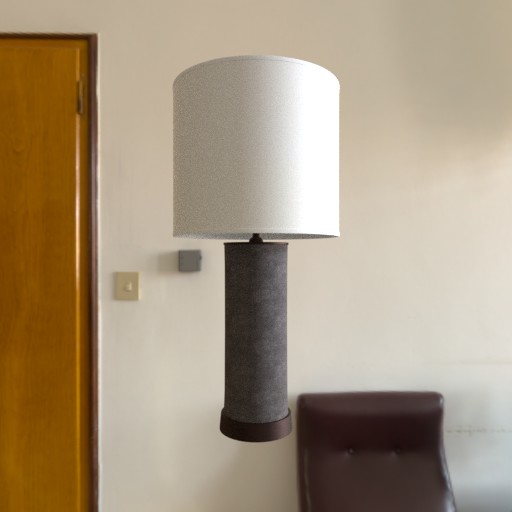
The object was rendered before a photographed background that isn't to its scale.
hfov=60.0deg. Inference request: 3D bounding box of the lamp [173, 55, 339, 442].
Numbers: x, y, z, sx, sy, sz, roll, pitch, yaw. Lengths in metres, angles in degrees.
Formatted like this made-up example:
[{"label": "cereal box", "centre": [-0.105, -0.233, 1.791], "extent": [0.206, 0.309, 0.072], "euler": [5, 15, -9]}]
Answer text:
[{"label": "lamp", "centre": [0.000, 0.000, 0.814], "extent": [0.301, 0.630, 0.301], "euler": [0, 0, -37]}]
